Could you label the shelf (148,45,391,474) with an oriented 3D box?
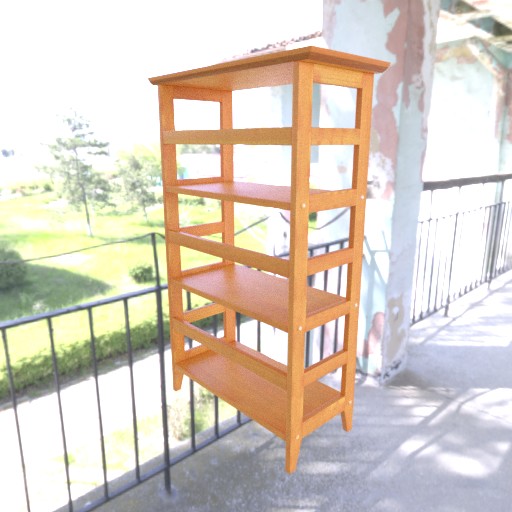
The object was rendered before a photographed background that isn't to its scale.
[{"bbox_3d":[0.000,0.000,1.371,0.305,1.067,0.660,-13,20,-41],"label":"shelf"}]
